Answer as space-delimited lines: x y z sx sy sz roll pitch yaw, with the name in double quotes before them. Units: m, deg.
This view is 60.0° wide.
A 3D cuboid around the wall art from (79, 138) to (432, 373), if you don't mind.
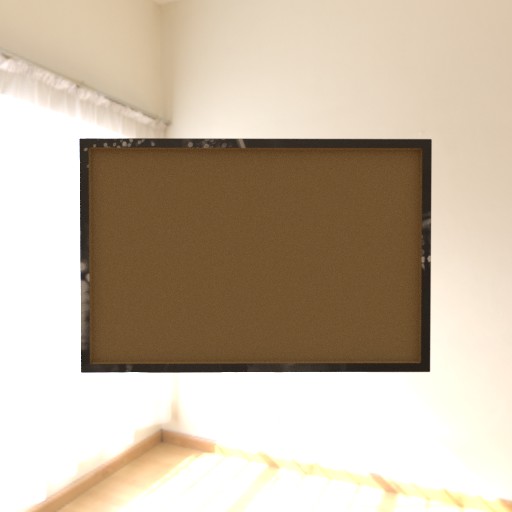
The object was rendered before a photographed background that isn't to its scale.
"wall art" 0.000 0.000 1.170 0.914 0.609 0.038 0 1 -1
